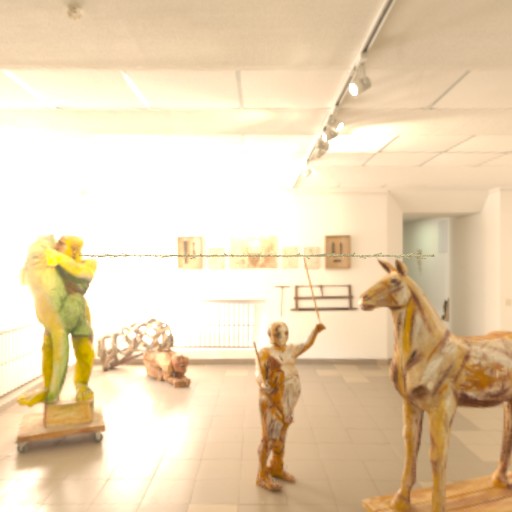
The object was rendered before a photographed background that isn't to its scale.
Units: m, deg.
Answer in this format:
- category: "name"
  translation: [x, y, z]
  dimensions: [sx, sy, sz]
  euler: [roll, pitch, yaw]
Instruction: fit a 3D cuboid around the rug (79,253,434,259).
- category: "rug"
  translation: [0.000, 0.000, 2.509]
  dimensions: [1.224, 0.027, 2.021]
  euler: [0, 0, 0]
